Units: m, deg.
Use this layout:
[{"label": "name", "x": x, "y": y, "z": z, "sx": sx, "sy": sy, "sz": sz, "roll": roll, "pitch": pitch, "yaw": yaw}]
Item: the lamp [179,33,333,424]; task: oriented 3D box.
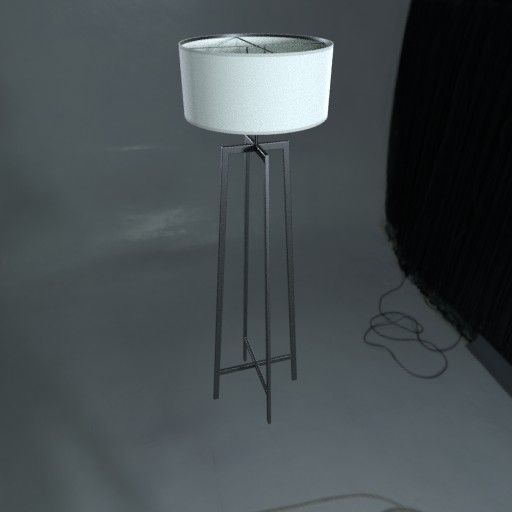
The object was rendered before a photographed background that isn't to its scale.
[{"label": "lamp", "x": 0.000, "y": 0.000, "z": 1.726, "sx": 0.457, "sy": 1.510, "sz": 0.456, "roll": -9, "pitch": 34, "yaw": -14}]
